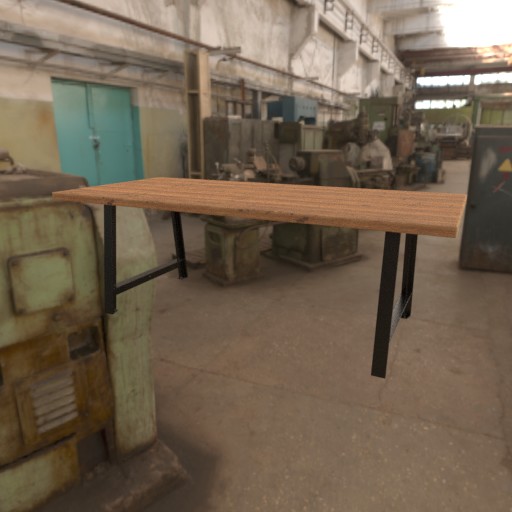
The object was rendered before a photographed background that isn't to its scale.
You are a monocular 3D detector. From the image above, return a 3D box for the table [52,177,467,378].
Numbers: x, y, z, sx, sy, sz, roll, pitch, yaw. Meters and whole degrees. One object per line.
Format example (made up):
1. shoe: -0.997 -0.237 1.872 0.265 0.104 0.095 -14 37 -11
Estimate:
1. table: 0.000 0.000 2.678 2.200 0.757 1.000 8 18 25
